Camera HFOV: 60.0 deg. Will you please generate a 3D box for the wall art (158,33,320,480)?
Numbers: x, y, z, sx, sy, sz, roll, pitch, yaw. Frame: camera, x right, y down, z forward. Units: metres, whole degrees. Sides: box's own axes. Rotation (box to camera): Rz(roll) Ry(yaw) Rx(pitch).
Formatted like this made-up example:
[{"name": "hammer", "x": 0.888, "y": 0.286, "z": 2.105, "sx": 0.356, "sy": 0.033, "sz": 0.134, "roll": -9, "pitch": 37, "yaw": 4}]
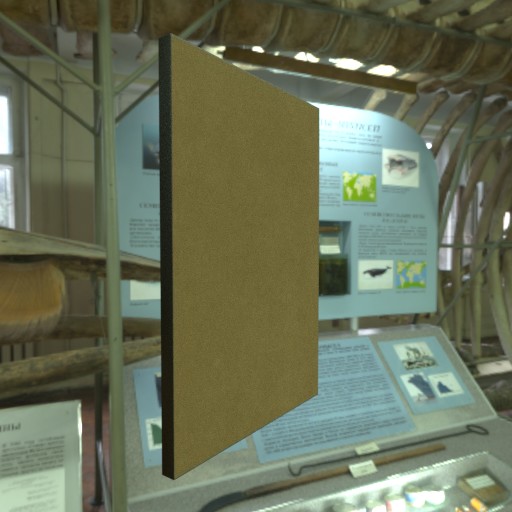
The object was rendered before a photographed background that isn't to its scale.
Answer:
[{"name": "wall art", "x": 0.000, "y": 0.000, "z": 0.583, "sx": 0.019, "sy": 0.455, "sz": 0.314, "roll": 2, "pitch": 3, "yaw": 36}]
